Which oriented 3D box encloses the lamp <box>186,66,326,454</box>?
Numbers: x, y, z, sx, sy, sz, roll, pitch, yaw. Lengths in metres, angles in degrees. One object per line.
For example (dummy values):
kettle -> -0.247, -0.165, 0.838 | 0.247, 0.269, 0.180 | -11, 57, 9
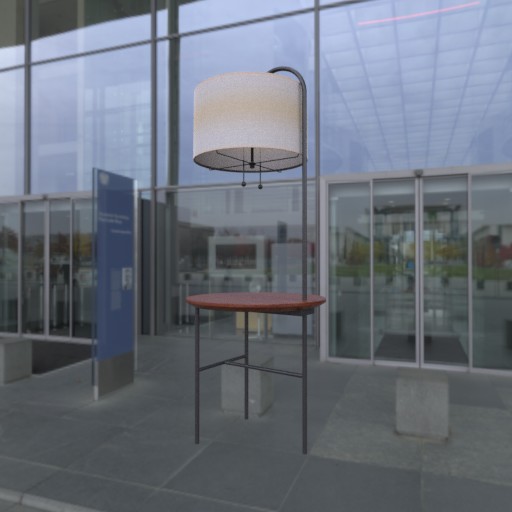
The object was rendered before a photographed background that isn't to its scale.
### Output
lamp -> 0.000, 0.000, 1.838 | 0.573, 1.517, 0.573 | 0, 0, 0
